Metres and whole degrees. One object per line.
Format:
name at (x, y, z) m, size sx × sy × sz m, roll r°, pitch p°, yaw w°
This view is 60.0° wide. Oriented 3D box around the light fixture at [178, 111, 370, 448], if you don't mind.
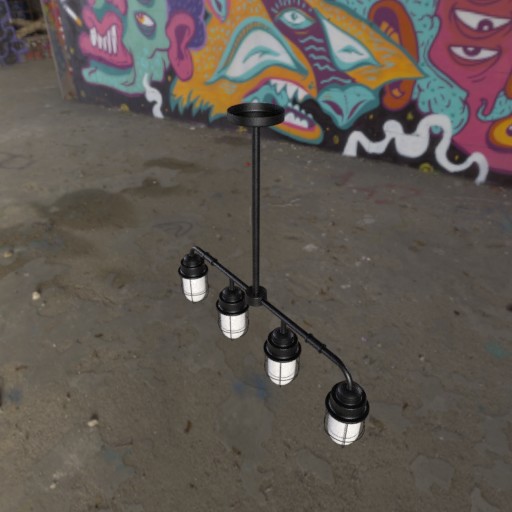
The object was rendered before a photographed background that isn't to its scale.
light fixture at (0.000, 0.000, 1.214) m, size 0.131 × 0.785 × 0.852 m, roll -22°, pitch 39°, yaw -31°
